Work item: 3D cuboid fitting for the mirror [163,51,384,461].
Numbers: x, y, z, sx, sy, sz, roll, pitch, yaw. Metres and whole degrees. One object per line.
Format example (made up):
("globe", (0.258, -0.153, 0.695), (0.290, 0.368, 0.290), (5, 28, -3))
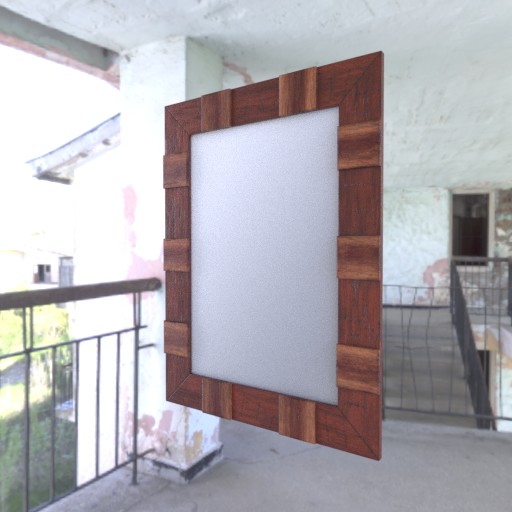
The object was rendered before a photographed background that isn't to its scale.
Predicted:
("mirror", (0.000, 0.000, 1.043), (0.600, 0.805, 0.021), (1, 2, 35))
